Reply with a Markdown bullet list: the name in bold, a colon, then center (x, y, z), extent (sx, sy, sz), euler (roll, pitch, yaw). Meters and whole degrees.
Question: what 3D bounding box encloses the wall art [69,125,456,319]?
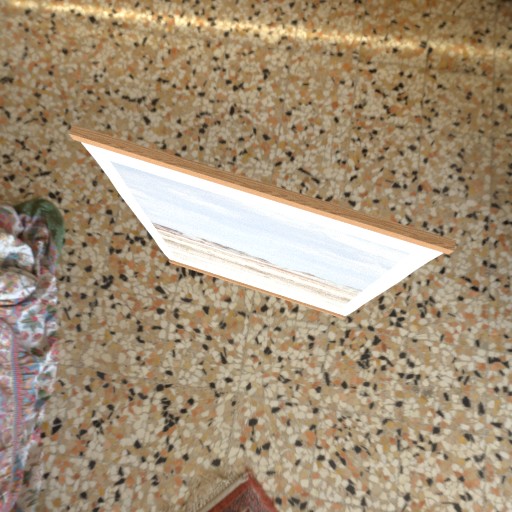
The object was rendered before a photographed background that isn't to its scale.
- **wall art**: center (0.000, 0.000, 1.302), extent (0.739, 1.016, 0.020), euler (18, 76, 5)
